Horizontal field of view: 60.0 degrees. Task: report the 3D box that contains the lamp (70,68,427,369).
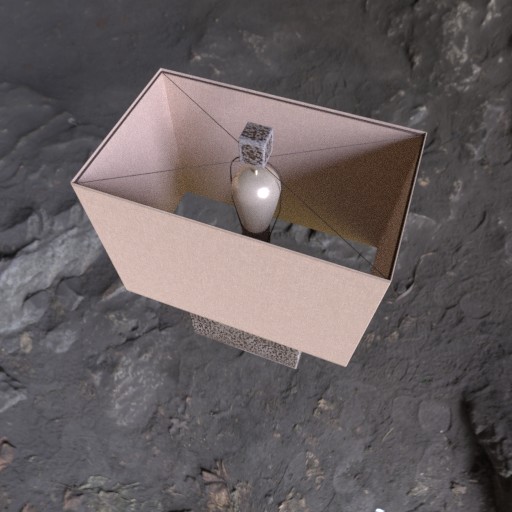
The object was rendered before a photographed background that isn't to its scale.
[{"bbox_3d":[0.000,0.000,0.570,0.294,0.411,0.180,18,59,11],"label":"lamp"}]
